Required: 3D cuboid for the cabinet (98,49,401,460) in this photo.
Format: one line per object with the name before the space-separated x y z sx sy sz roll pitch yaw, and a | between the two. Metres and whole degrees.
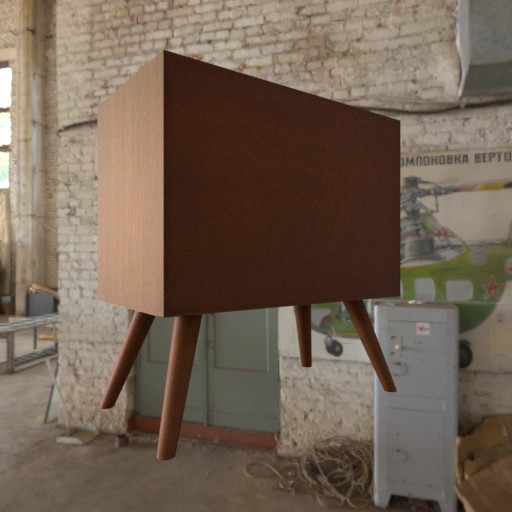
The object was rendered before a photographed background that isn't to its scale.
cabinet | 0.000 0.000 1.169 0.712 0.748 0.388 0 0 -37
